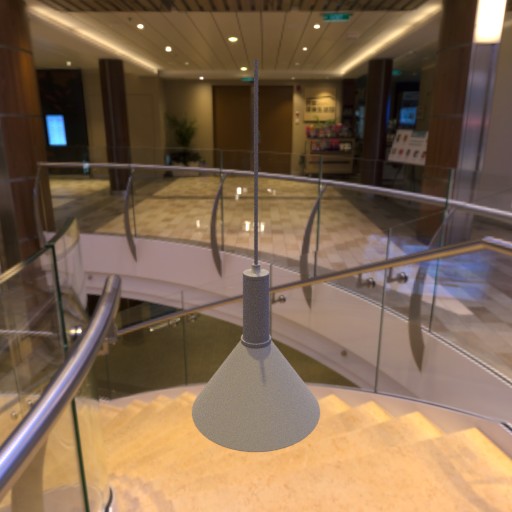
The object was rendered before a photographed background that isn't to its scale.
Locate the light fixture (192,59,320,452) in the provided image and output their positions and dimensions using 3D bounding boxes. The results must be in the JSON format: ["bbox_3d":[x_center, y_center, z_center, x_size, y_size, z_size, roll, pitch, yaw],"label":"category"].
[{"bbox_3d":[0.000,0.000,0.837,0.267,0.683,0.267,16,23,43],"label":"light fixture"}]
